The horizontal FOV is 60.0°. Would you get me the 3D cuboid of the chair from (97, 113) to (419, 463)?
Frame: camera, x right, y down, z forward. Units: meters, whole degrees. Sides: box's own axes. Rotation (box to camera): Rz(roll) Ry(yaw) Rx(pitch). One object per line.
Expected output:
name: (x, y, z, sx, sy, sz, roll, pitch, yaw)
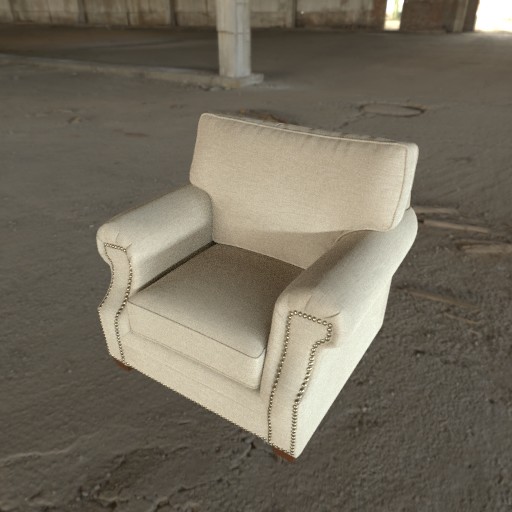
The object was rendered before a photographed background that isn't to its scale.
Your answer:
chair: (0.000, 0.000, 1.829, 1.092, 0.961, 0.965, 18, 34, 28)
